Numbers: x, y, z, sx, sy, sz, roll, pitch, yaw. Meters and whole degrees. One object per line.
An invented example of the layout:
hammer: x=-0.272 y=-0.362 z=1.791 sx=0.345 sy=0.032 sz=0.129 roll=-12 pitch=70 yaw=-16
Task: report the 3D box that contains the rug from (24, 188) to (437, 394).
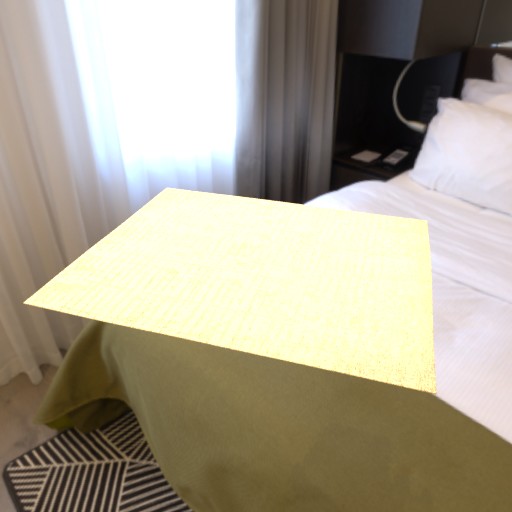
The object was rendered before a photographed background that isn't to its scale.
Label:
rug: x=0.000 y=0.000 z=4.068 sx=3.061 sy=0.014 sz=2.447 roll=9 pitch=32 yaw=15
